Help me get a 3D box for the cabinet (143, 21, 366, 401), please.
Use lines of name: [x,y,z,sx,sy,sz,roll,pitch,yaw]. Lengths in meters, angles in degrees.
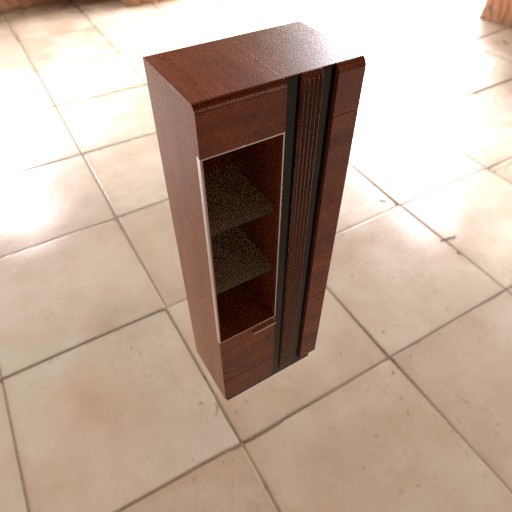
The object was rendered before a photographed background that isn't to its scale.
cabinet: [0.000,0.000,2.242,0.660,1.980,0.420,-24,51,-21]
